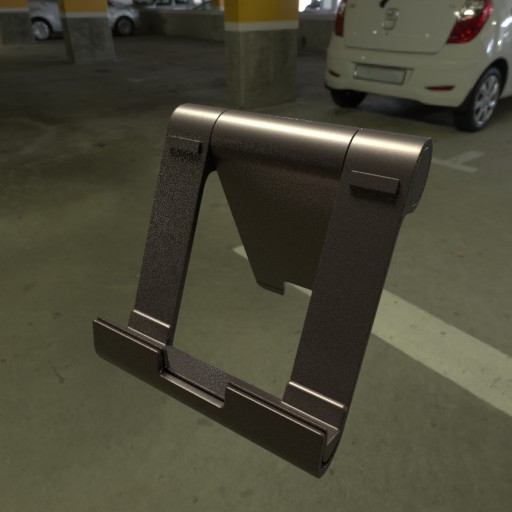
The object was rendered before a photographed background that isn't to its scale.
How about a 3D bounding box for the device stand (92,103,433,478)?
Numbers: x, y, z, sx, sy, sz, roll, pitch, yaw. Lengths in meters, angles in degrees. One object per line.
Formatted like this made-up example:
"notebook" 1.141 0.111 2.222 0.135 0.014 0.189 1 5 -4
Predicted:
"device stand" 0.000 0.000 0.149 0.088 0.084 0.079 18 35 28
